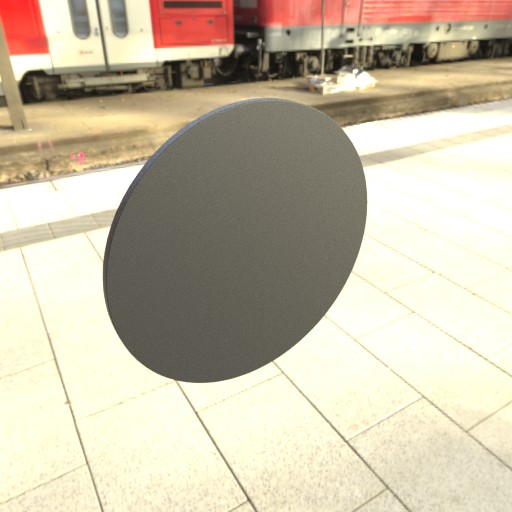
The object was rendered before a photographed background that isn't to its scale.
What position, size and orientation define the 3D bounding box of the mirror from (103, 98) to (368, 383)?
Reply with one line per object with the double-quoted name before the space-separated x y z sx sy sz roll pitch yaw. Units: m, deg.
"mirror" 0.000 0.000 1.593 1.077 1.077 0.036 -18 35 -29
